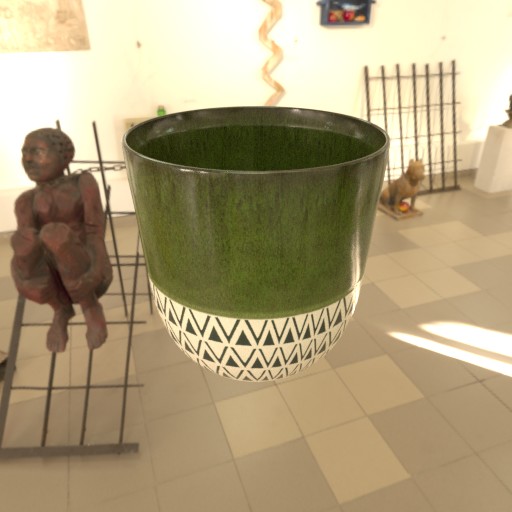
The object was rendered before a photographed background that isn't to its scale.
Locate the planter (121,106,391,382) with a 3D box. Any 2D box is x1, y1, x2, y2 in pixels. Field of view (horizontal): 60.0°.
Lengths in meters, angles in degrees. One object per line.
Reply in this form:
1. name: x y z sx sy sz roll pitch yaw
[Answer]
1. planter: 0.000 0.000 0.482 0.245 0.270 0.245 0 29 0
